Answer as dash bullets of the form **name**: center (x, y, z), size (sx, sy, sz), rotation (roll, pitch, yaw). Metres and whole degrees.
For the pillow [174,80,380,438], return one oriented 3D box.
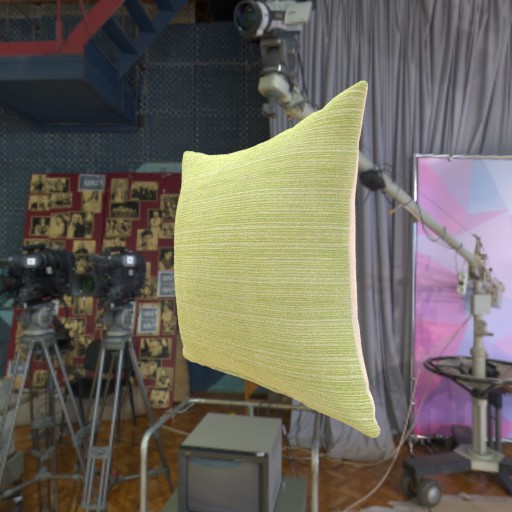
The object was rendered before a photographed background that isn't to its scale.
- **pillow**: center (0.000, 0.000, 0.814), size (0.229, 0.487, 0.560), rotation (0, 1, -36)
